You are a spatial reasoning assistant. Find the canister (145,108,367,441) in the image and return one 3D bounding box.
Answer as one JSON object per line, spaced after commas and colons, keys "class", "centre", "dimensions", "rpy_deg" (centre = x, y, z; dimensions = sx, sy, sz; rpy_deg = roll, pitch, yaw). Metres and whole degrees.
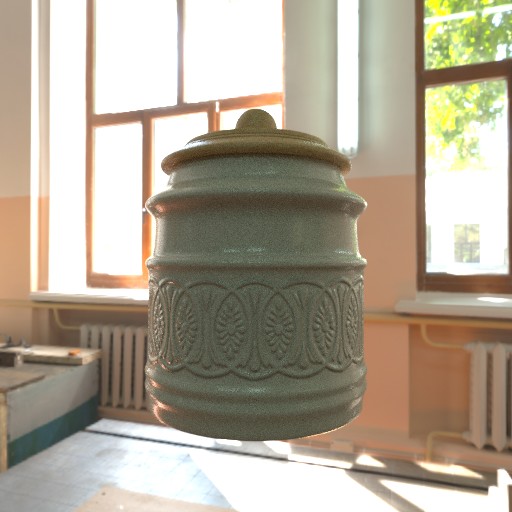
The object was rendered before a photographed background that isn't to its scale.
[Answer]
{"class": "canister", "centre": [0.000, 0.000, 0.267], "dimensions": [0.130, 0.176, 0.130], "rpy_deg": [0, -1, 0]}
